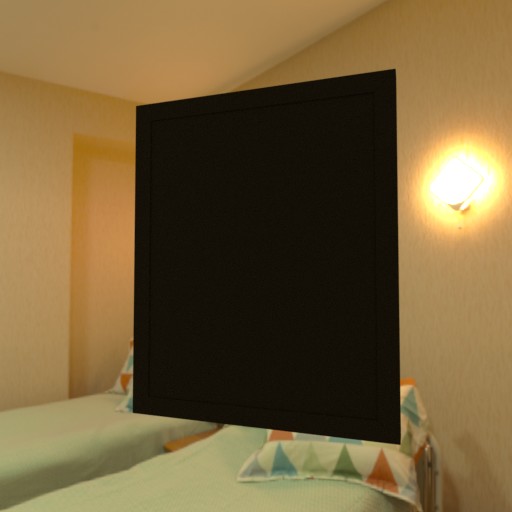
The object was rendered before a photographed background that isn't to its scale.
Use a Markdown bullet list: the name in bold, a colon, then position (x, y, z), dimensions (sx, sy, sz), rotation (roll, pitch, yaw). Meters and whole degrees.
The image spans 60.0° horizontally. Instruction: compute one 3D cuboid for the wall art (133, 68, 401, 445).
- **wall art**: position (0.000, 0.000, 0.747), dimensions (0.457, 0.559, 0.033), rotation (-1, -2, 19)
